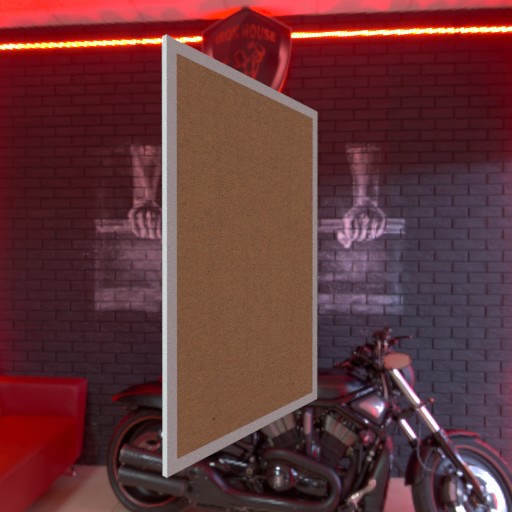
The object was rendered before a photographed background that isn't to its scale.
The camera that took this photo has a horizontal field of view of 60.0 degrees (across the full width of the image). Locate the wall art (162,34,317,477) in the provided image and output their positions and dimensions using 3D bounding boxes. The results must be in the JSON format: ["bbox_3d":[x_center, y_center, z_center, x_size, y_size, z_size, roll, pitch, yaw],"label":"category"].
[{"bbox_3d":[0.000,0.000,1.233,0.015,0.965,0.660,0,0,37],"label":"wall art"}]
